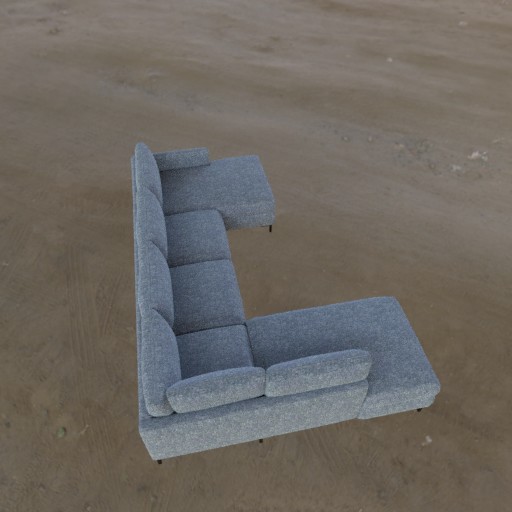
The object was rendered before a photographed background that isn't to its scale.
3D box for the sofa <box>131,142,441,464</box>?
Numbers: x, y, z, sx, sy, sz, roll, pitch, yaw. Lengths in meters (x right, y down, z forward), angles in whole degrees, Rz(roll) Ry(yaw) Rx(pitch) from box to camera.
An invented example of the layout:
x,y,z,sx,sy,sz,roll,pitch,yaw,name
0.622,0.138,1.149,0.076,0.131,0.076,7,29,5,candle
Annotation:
x,y,z,sx,sy,sz,roll,pitch,yaw,name
0.000,0.000,3.581,1.879,0.756,2.737,-9,48,-8,sofa
